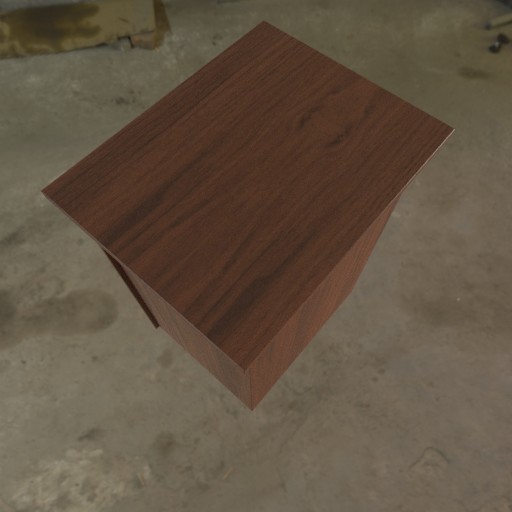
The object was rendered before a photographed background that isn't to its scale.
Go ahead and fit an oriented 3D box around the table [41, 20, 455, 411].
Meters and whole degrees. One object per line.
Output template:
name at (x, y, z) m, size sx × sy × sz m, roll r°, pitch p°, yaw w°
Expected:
table at (0.000, 0.000, 0.929) m, size 0.381 × 0.636 × 0.480 m, roll 38°, pitch 69°, yaw 17°
